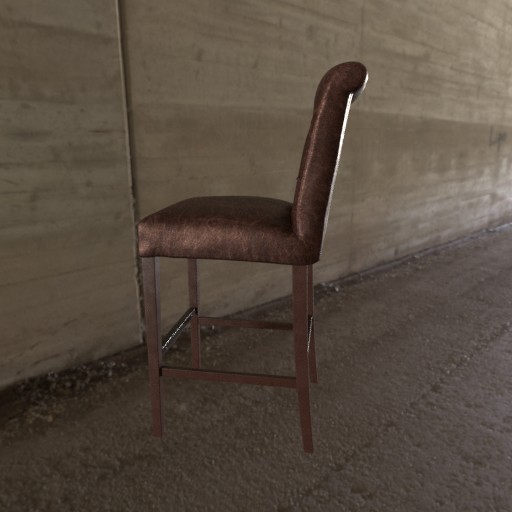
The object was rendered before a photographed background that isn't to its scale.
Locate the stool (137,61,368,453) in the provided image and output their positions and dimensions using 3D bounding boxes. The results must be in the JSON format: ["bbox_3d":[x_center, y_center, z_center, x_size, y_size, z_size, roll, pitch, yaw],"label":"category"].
[{"bbox_3d":[0.000,0.000,1.522,0.659,1.168,0.483,2,15,9],"label":"stool"}]
